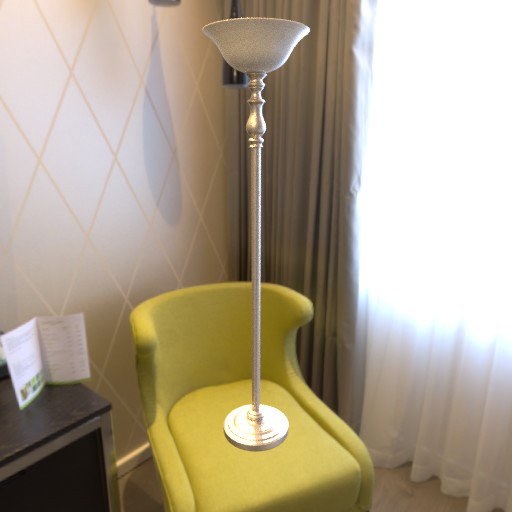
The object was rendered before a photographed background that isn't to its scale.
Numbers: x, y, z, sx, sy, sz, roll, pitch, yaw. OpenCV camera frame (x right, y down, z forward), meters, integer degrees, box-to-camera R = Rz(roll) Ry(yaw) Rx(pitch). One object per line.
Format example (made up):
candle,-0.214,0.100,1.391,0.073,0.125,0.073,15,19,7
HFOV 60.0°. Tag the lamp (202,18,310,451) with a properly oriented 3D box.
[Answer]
lamp,0.000,0.000,1.919,0.405,1.771,0.405,3,16,10
